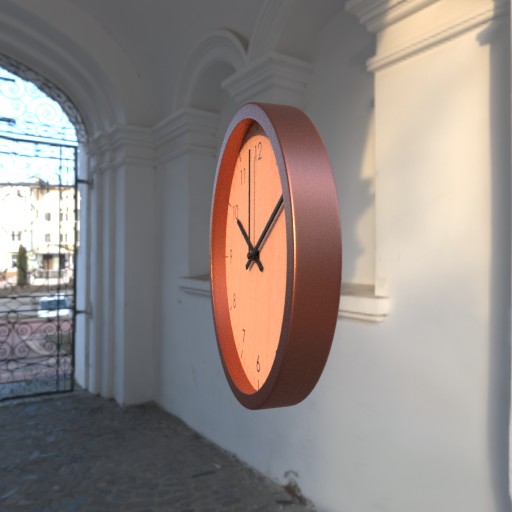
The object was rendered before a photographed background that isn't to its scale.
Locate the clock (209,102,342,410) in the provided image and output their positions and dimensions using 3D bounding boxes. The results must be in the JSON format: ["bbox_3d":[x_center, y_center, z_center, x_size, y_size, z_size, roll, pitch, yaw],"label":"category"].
[{"bbox_3d":[0.000,0.000,0.480,0.040,0.313,0.313,0,0,-17],"label":"clock"}]
